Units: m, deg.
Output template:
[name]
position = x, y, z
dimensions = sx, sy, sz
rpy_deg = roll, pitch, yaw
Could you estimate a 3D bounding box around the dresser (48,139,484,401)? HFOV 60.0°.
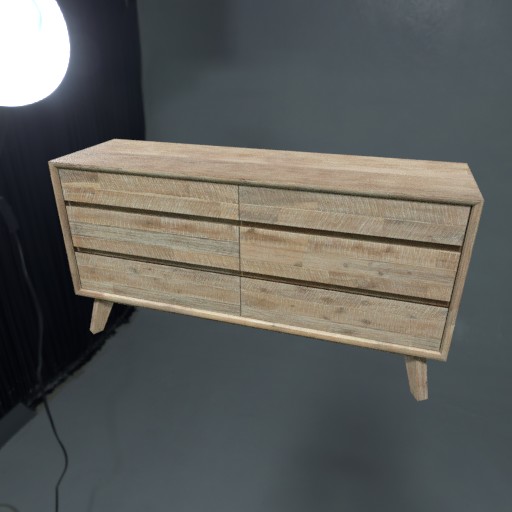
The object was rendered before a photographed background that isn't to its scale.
[dresser]
position = 0.000, 0.000, 1.888
dimensions = 1.554, 0.805, 0.455
rpy_deg = 8, 27, 15
